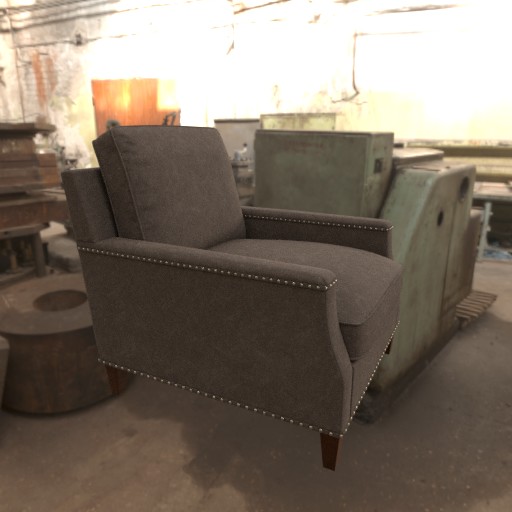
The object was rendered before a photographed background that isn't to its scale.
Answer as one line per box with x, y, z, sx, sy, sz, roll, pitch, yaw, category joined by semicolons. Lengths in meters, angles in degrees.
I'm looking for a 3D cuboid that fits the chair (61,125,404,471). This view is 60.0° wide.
0.000;0.000;1.670;1.014;0.948;0.853;8;18;26;chair
